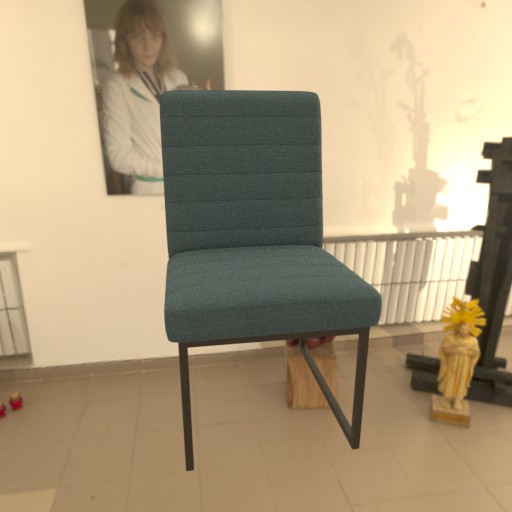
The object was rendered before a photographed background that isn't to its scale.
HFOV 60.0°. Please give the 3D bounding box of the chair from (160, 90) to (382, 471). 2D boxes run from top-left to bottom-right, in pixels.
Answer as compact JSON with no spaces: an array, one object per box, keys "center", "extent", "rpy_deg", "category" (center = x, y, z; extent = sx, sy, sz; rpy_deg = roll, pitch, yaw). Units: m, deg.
[{"center":[0.000,0.000,1.295],"extent":[0.520,0.930,0.634],"rpy_deg":[-3,18,-9],"category":"chair"}]
